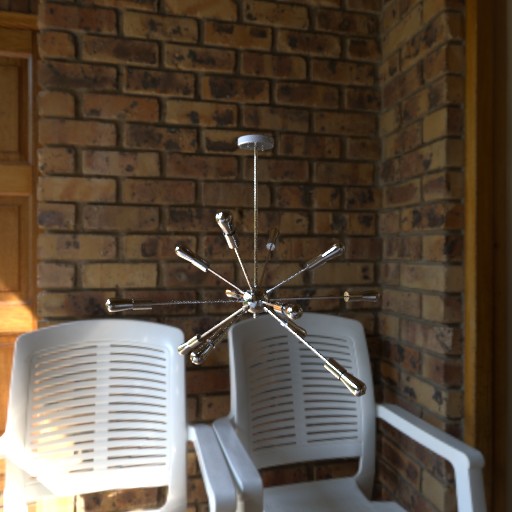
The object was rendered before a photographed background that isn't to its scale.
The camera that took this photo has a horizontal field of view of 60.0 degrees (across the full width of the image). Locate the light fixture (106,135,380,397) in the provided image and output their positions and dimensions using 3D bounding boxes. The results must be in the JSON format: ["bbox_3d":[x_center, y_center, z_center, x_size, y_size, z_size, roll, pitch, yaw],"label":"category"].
[{"bbox_3d":[0.000,0.000,1.065,0.684,0.558,0.509,0,0,-18],"label":"light fixture"}]
